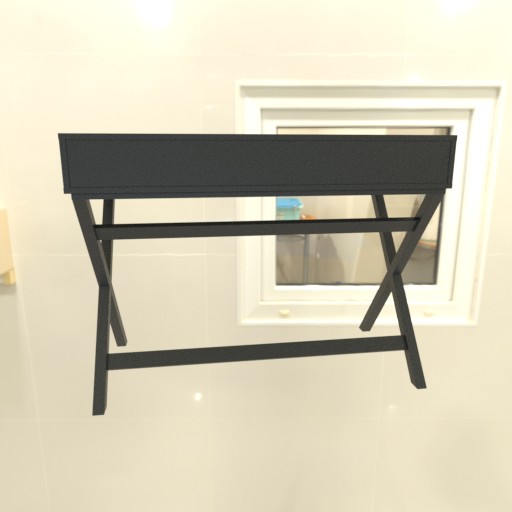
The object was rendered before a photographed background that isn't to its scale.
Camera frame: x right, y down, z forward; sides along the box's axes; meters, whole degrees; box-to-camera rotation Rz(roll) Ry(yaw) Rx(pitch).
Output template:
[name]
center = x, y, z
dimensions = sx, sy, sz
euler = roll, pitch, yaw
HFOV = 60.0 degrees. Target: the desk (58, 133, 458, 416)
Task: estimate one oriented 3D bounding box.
[desk]
center = 0.000, 0.000, 1.502
dimensions = 1.057, 0.780, 0.525
euler = -2, 14, -8
